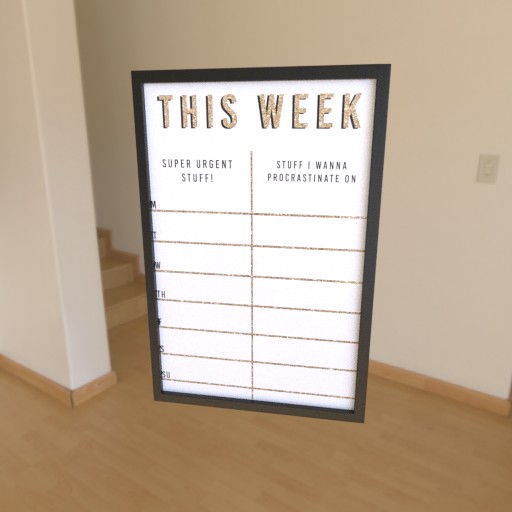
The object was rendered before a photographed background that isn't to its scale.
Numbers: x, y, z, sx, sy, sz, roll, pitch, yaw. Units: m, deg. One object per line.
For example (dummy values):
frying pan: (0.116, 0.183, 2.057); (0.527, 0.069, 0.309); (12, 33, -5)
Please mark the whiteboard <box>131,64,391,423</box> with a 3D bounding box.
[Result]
whiteboard: (0.000, 0.000, 0.775); (0.406, 0.611, 0.026); (3, 16, 10)
